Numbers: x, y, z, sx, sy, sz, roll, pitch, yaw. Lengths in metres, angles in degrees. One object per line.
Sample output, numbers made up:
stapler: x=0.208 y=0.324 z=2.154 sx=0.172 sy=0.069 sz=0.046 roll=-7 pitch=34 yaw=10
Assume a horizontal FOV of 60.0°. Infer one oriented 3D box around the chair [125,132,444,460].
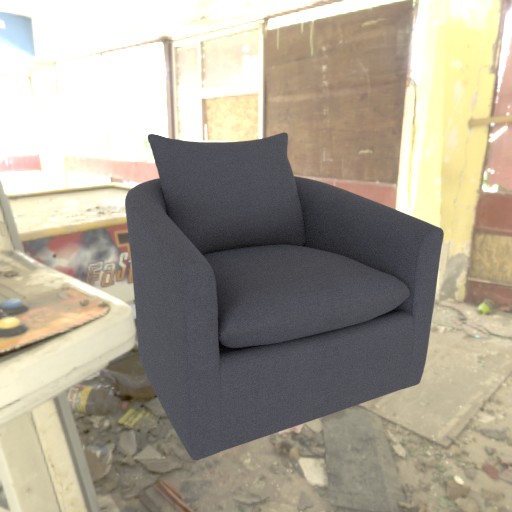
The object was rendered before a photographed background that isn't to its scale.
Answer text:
chair: x=0.000 y=0.000 z=1.583 sx=0.845 sy=0.848 sz=0.910 roll=-8 pitch=18 yaw=-26
